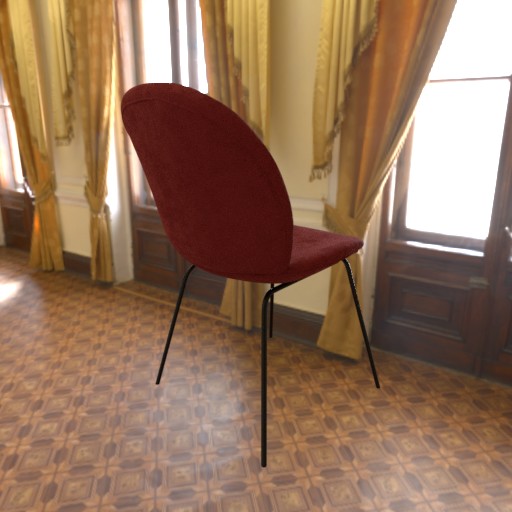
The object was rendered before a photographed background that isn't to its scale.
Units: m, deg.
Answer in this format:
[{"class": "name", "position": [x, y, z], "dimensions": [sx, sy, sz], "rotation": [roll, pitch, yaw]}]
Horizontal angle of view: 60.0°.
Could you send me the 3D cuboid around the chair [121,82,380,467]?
[{"class": "chair", "position": [0.000, 0.000, 1.133], "dimensions": [0.587, 0.791, 0.458], "rotation": [-14, 21, -41]}]
